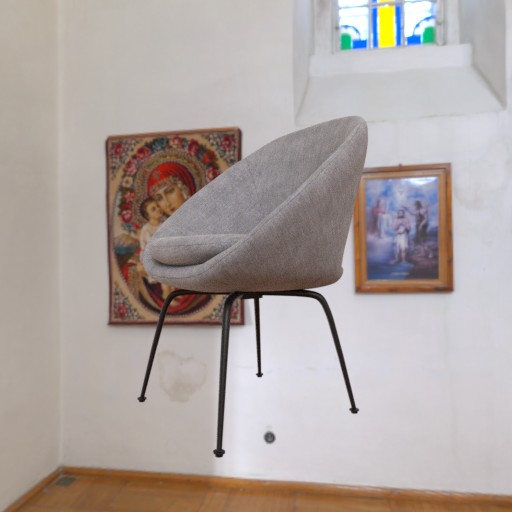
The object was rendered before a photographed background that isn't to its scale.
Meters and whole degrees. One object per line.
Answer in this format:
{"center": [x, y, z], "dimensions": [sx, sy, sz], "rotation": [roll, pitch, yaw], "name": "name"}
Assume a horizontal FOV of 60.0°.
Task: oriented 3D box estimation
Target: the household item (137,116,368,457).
{"center": [0.000, 0.000, 1.306], "dimensions": [0.587, 0.869, 0.643], "rotation": [0, 1, -36], "name": "household item"}
